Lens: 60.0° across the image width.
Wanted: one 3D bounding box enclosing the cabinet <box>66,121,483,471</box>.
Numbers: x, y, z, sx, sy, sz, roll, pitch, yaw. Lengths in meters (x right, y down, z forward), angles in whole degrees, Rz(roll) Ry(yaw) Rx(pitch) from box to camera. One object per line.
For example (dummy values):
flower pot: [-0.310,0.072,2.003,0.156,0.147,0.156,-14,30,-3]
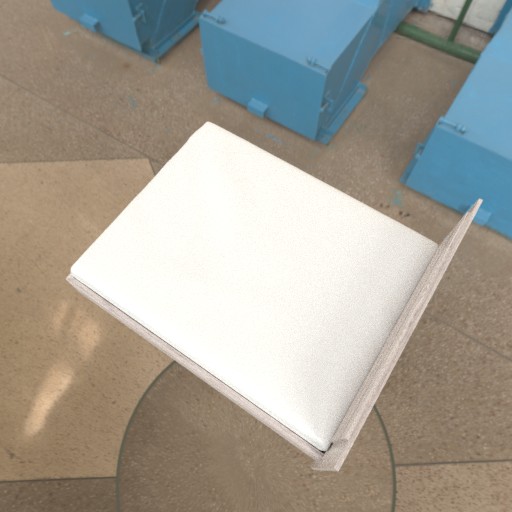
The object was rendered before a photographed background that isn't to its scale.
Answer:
cabinet: [0.000,0.000,2.998,2.080,0.970,1.750,31,68,14]
